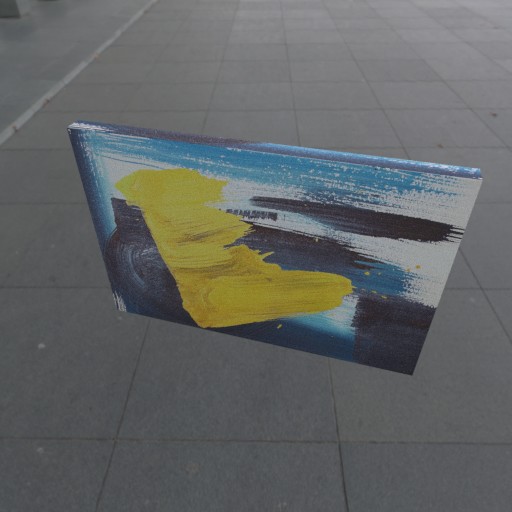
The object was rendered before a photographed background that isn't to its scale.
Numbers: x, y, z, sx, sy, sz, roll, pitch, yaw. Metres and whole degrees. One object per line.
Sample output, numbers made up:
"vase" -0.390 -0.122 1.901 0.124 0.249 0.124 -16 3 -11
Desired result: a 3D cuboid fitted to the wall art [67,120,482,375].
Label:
"wall art" 0.000 0.000 0.768 0.609 0.406 0.033 10 40 13
